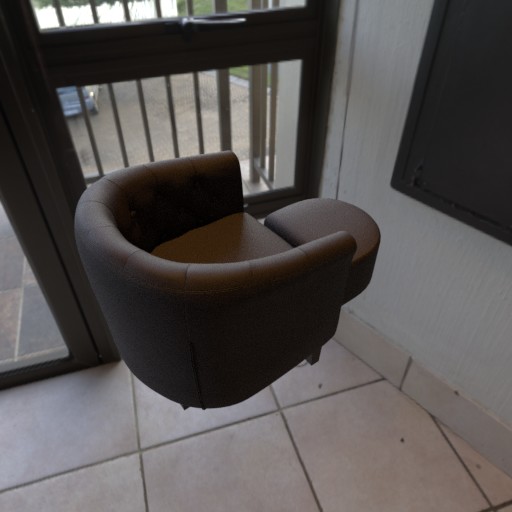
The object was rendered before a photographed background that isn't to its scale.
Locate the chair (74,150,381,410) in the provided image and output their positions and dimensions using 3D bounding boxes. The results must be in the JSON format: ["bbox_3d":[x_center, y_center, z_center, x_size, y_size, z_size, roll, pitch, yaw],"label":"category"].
[{"bbox_3d":[0.000,0.000,1.695,1.191,0.760,0.763,-26,47,-26],"label":"chair"}]
